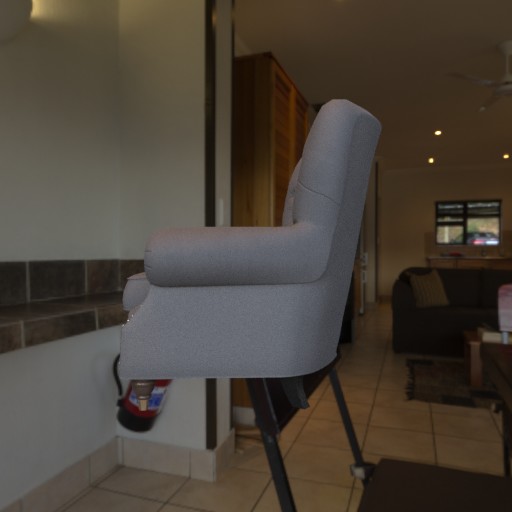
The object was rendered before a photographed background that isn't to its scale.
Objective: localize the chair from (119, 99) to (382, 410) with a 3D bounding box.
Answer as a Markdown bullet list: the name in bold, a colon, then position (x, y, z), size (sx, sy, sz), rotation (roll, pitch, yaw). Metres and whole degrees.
- **chair**: position (0.000, 0.000, 1.829), size (0.983, 1.046, 0.983), rotation (0, 0, 1)
